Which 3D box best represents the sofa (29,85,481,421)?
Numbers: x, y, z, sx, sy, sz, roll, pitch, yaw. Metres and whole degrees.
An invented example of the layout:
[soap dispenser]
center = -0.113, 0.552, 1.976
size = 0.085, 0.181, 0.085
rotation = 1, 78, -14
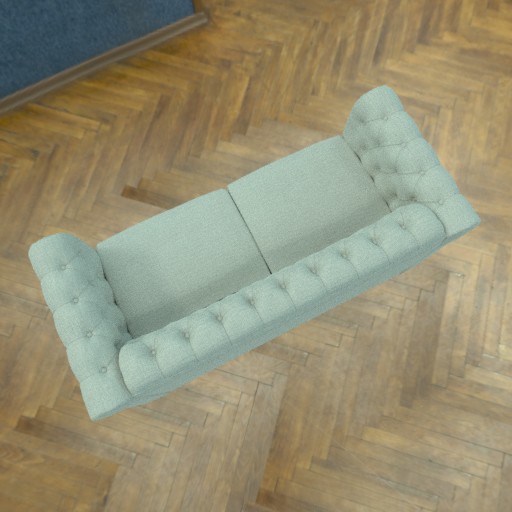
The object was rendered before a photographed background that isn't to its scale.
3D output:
[sofa]
center = 0.000, 0.000, 2.197
size = 1.798, 0.797, 0.783
rotation = -26, 76, -7
